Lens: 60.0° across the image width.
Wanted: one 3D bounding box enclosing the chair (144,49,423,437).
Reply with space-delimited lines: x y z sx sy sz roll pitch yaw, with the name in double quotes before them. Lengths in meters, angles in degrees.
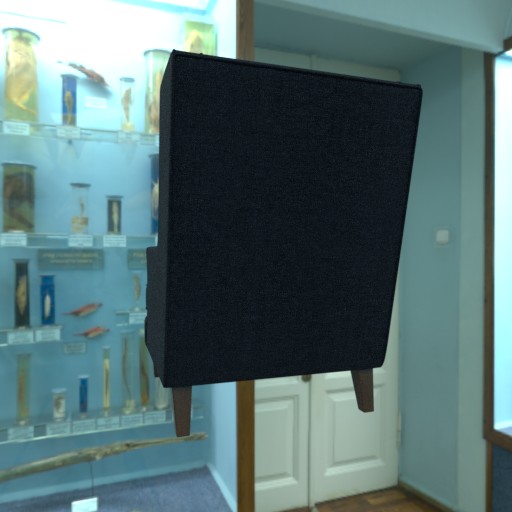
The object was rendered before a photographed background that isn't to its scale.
"chair" 0.000 0.000 1.673 0.764 1.072 0.947 0 0 -18
